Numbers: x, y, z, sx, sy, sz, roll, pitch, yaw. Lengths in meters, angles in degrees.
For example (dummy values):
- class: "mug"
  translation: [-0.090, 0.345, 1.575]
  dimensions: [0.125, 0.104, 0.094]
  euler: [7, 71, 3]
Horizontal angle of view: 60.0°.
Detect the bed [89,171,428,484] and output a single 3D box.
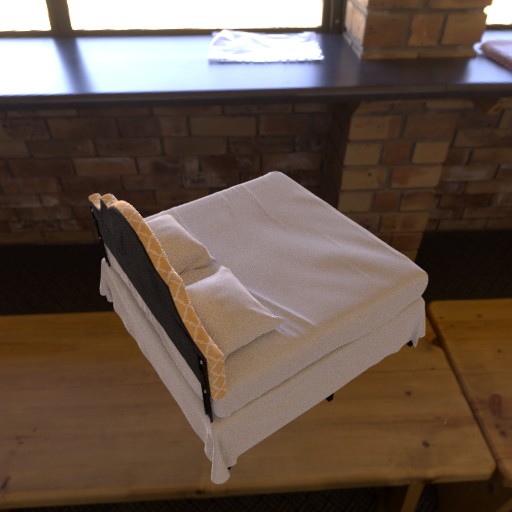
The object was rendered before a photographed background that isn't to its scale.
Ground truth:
- class: "bed"
  translation: [0.000, 0.000, 3.670]
  dimensions: [2.222, 1.601, 2.314]
  euler: [-24, 46, -26]
